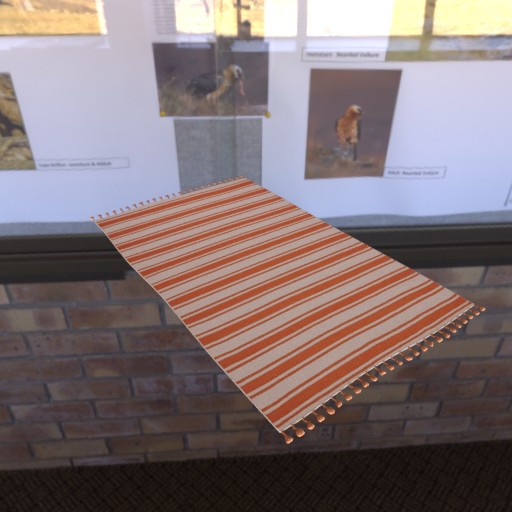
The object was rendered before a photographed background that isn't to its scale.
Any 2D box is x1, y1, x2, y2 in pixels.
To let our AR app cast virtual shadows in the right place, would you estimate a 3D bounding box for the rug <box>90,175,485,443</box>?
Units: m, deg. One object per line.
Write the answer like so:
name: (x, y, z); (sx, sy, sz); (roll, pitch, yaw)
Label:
rug: (0.000, 0.000, 2.533); (1.232, 0.017, 2.092); (-21, 38, -30)
